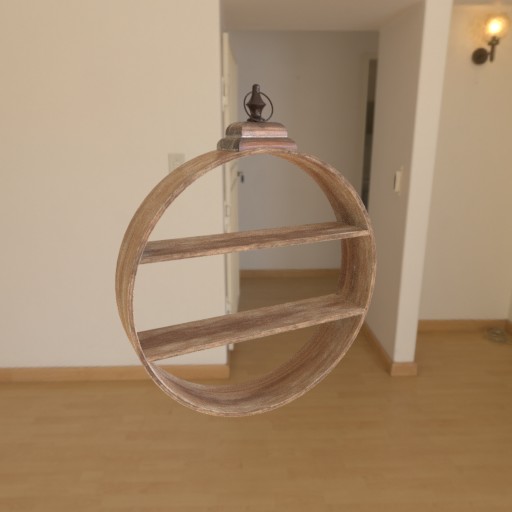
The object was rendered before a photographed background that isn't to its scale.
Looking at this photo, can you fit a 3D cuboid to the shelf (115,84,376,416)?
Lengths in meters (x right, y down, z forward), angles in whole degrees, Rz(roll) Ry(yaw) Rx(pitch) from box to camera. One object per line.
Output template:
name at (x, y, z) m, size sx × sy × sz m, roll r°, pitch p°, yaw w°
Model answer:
shelf at (0.000, 0.000, 0.997) m, size 0.601 × 0.725 × 0.125 m, roll -8°, pitch 17°, yaw -26°
